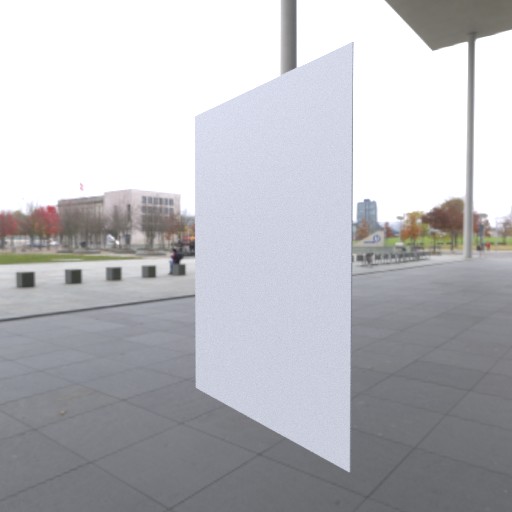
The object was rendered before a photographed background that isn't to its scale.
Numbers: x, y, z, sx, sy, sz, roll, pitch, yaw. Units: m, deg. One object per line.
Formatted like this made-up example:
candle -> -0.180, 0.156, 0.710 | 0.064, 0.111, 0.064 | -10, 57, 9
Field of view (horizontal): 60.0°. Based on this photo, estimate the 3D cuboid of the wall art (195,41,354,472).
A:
wall art -> 0.000, 0.000, 0.811 | 0.003, 0.610, 0.457 | -1, 2, -36
